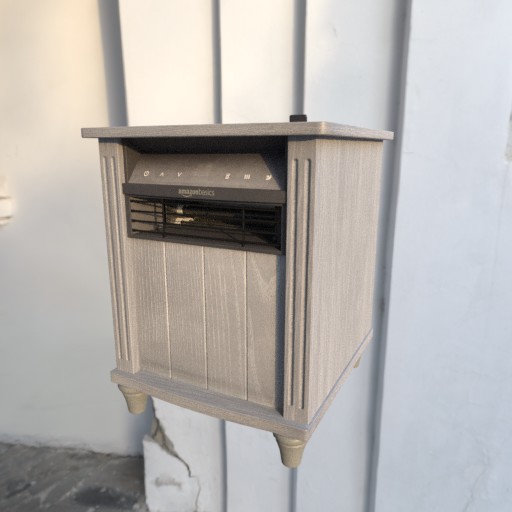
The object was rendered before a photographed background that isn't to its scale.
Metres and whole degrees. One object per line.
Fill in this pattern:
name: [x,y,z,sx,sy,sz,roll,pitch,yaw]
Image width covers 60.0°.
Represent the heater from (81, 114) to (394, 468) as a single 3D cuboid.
heater: [0.000,0.000,0.753,0.362,0.481,0.400,7,15,26]
